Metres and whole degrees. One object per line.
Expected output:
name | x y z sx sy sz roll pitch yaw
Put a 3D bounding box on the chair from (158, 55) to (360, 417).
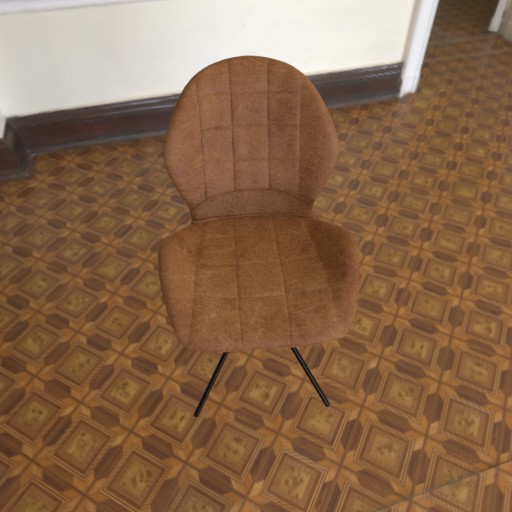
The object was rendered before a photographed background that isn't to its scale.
chair | 0.000 0.000 1.310 0.527 0.929 0.640 -3 46 -3
